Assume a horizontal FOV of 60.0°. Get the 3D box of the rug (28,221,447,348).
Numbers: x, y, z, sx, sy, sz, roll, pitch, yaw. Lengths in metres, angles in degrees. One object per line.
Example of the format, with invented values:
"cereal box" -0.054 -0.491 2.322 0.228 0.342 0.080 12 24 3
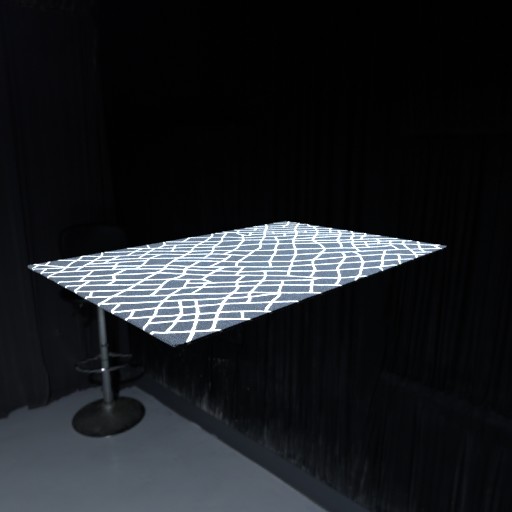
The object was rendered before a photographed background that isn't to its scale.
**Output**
"rug" 0.000 0.000 2.288 1.830 0.013 1.223 -13 19 -43
